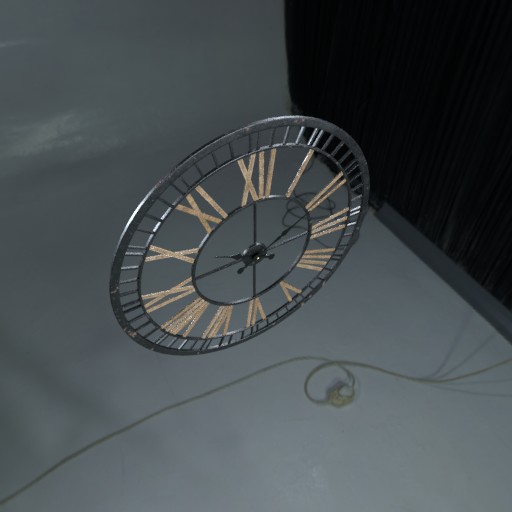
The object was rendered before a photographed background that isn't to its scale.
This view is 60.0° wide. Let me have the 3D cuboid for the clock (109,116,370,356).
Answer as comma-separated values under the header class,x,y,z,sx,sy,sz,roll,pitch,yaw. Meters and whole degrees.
class,x,y,z,sx,sy,sz,roll,pitch,yaw
clock,0.000,0.000,1.291,0.843,0.843,0.025,-23,50,-21
